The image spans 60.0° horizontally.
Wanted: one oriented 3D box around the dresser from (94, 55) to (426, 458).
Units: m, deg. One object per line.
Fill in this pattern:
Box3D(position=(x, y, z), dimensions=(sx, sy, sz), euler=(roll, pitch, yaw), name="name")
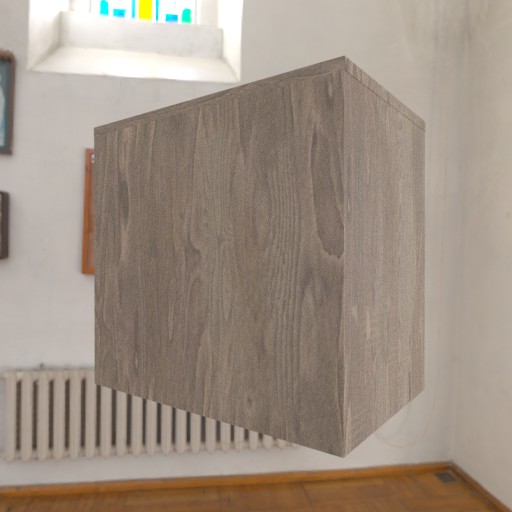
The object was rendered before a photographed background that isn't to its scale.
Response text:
Box3D(position=(0.000, 0.000, 1.292), dimensions=(0.809, 0.762, 0.529), euler=(0, 0, 37), name="dresser")
